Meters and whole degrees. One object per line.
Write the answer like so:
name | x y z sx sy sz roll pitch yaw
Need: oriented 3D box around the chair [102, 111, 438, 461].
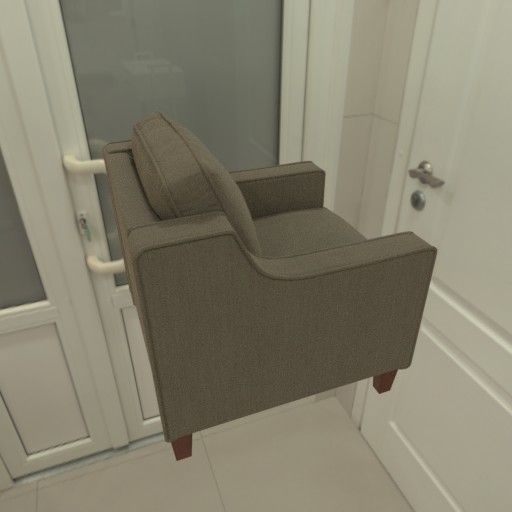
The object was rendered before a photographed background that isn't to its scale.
chair | 0.000 0.000 1.623 0.909 0.960 0.831 -11 33 -18
